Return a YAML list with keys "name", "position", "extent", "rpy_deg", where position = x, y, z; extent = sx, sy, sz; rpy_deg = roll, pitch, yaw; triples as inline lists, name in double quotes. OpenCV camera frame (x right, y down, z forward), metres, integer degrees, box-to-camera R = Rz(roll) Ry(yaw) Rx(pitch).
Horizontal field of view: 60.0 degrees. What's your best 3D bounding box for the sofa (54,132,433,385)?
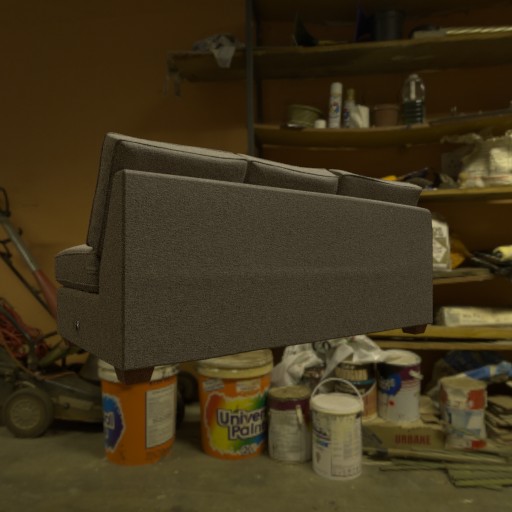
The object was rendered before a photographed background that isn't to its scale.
- name: "sofa"
  position: [0.000, 0.000, 2.530]
  extent: [1.963, 0.946, 1.034]
  rpy_deg: [0, 0, -37]
